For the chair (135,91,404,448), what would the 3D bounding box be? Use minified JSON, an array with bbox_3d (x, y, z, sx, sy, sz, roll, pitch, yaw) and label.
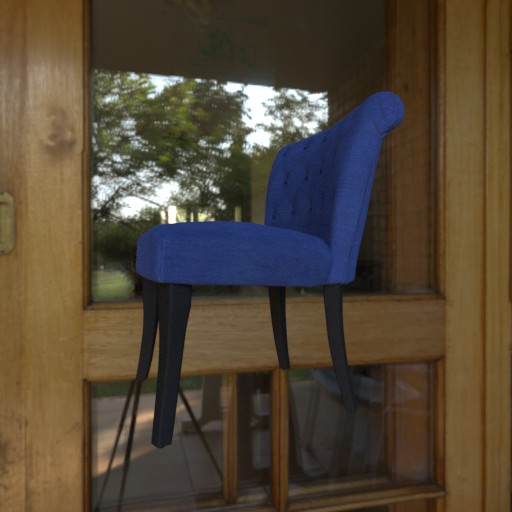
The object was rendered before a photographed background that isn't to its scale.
[{"bbox_3d":[0.000,0.000,1.194,0.606,0.753,0.585,0,0,-19],"label":"chair"}]
